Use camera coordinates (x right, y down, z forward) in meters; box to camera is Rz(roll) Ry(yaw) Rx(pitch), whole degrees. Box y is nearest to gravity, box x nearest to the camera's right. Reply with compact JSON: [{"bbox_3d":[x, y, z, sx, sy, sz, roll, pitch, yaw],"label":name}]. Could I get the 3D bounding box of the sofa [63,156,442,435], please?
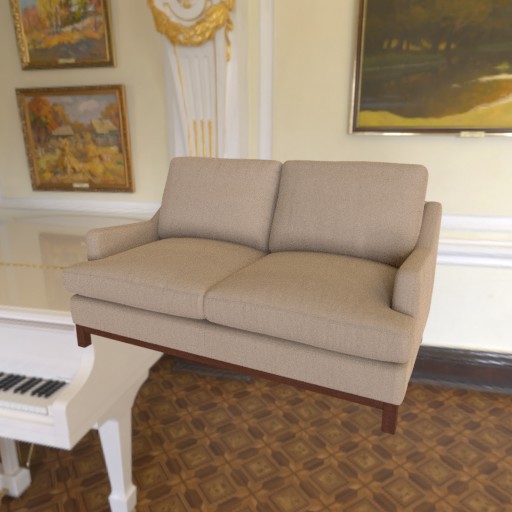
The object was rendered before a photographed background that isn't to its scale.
[{"bbox_3d":[0.000,0.000,2.190,1.619,0.910,1.004,7,17,25],"label":"sofa"}]
